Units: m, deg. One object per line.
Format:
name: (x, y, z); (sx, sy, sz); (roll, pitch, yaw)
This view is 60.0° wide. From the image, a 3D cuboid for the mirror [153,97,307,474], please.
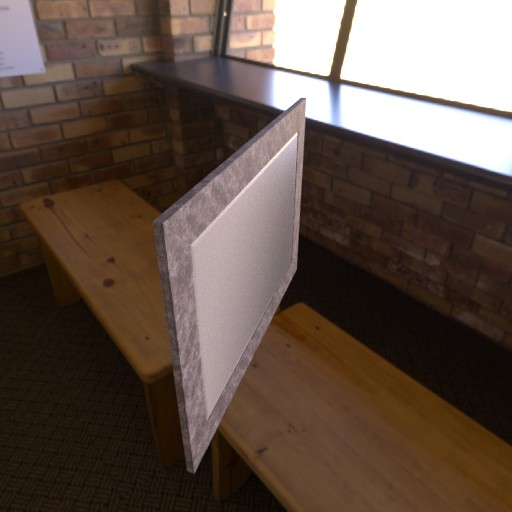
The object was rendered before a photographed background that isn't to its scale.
mirror: (0.000, 0.000, 1.481); (0.022, 0.795, 1.101); (11, 34, 17)
